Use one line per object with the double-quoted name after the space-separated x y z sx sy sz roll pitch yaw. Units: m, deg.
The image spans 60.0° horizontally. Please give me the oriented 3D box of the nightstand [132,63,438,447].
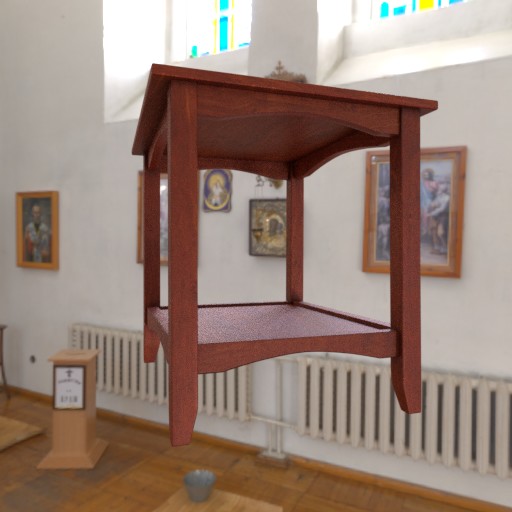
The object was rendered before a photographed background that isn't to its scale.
0.000 0.000 0.978 0.501 0.558 0.558 0 0 -18 "nightstand"
